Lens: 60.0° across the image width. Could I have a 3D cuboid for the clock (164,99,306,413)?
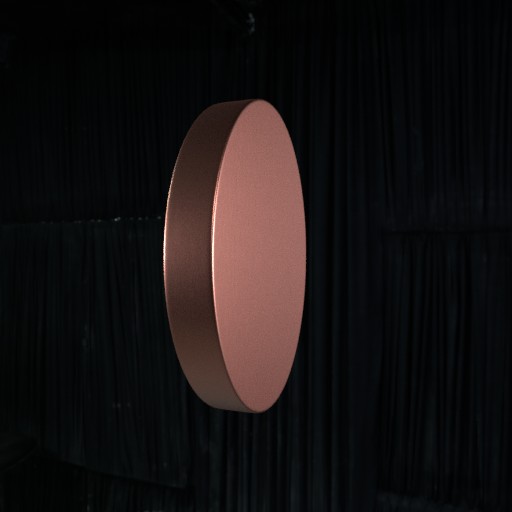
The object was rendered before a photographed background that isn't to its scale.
[{"bbox_3d":[0.000,0.000,0.472,0.040,0.313,0.313,0,1,19],"label":"clock"}]
